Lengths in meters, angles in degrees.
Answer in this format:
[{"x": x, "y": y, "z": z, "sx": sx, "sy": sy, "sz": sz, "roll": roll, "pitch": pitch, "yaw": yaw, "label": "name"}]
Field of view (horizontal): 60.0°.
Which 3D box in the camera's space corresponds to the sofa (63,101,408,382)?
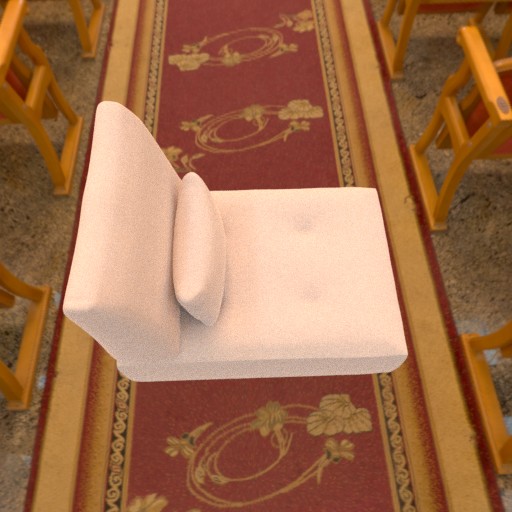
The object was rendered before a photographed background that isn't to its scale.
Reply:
[{"x": 0.000, "y": 0.000, "z": 1.537, "sx": 1.000, "sy": 0.820, "sz": 0.700, "roll": -2, "pitch": 63, "yaw": -1, "label": "sofa"}]
